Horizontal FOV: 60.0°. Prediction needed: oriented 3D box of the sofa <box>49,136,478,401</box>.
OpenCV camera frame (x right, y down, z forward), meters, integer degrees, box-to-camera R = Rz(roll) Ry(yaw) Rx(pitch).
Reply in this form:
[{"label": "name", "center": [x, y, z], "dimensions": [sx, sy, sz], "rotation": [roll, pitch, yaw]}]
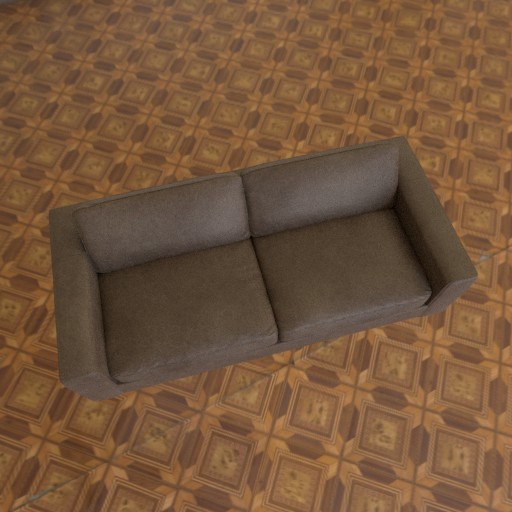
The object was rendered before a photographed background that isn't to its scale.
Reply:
[{"label": "sofa", "center": [0.000, 0.000, 2.647], "dimensions": [2.262, 0.801, 1.070], "rotation": [-13, 64, -7]}]
